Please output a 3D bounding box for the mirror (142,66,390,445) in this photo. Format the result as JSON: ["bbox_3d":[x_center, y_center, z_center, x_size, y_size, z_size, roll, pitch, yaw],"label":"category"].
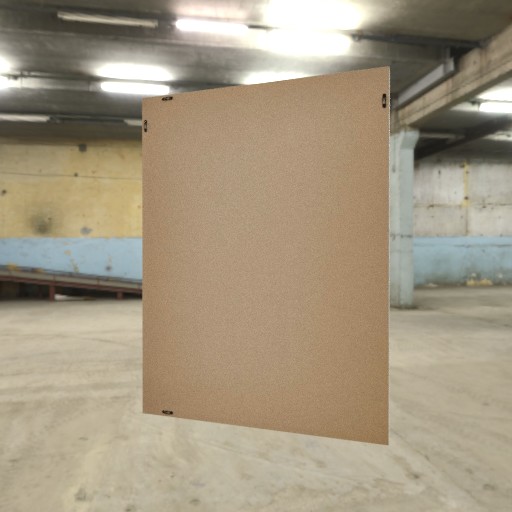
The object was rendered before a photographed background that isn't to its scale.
[{"bbox_3d":[0.000,0.000,1.323,0.762,1.016,0.041,0,0,18],"label":"mirror"}]
